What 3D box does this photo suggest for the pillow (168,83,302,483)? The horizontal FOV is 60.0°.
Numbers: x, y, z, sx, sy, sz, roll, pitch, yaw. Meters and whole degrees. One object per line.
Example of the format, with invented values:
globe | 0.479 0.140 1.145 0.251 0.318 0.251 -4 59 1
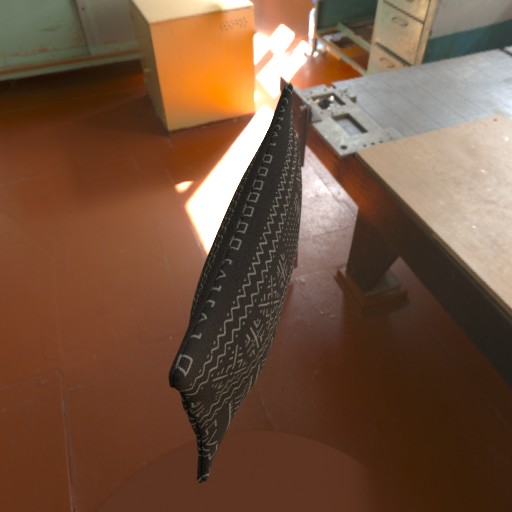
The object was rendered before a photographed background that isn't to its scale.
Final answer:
pillow | 0.000 0.000 0.772 0.135 0.322 0.667 10 48 9
